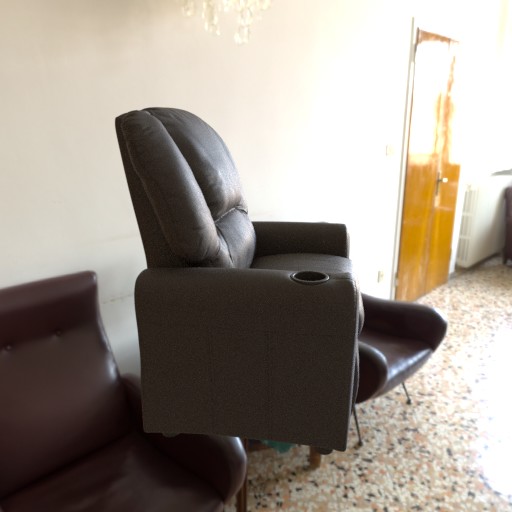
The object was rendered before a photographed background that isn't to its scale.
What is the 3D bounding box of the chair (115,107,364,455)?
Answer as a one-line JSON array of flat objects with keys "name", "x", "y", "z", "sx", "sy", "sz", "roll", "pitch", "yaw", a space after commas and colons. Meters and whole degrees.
[{"name": "chair", "x": 0.000, "y": 0.000, "z": 1.109, "sx": 0.521, "sy": 0.709, "sz": 0.610, "roll": 3, "pitch": 15, "yaw": 9}]
